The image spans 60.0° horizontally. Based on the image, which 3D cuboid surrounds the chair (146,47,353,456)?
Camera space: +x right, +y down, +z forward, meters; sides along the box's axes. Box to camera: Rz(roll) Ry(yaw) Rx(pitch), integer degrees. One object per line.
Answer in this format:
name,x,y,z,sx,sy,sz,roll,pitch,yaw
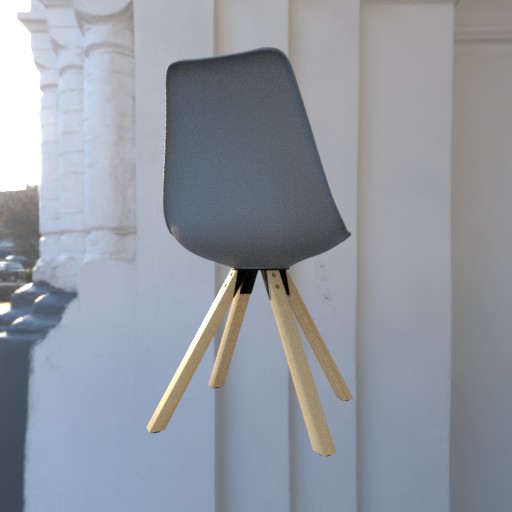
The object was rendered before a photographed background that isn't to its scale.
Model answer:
chair,0.000,0.000,1.175,0.485,0.850,0.549,0,0,18
